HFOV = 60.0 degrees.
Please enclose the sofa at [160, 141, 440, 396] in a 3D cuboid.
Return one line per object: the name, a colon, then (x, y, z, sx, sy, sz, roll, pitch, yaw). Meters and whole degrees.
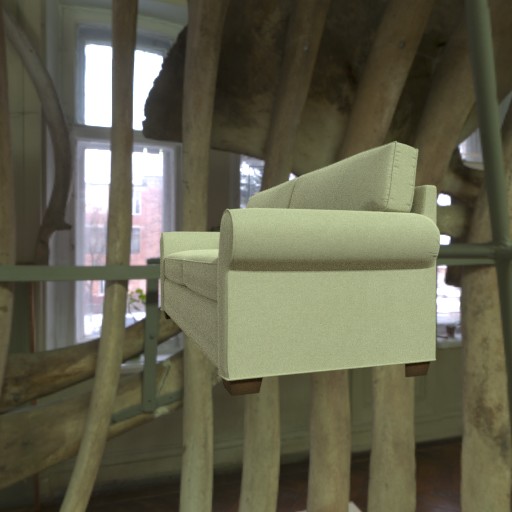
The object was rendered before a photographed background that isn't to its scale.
sofa: (0.000, 0.000, 2.605, 0.901, 0.962, 2.146, 0, 1, -18)
